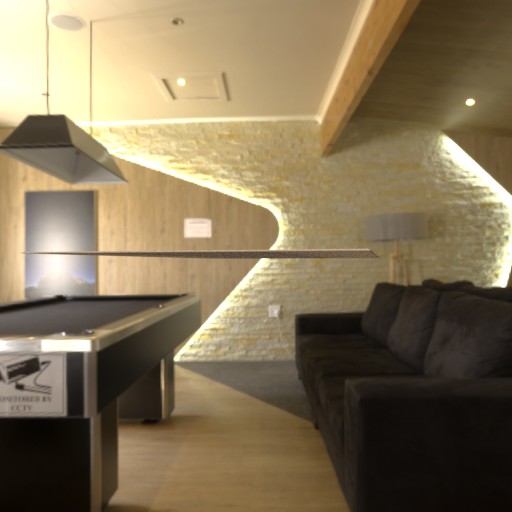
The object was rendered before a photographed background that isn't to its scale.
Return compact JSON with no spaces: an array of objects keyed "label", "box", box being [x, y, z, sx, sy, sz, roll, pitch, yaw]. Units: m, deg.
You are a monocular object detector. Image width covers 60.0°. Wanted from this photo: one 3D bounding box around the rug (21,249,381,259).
[{"label":"rug","box":[0.000,0.000,2.296,1.219,0.005,1.828,0,-1,17]}]
